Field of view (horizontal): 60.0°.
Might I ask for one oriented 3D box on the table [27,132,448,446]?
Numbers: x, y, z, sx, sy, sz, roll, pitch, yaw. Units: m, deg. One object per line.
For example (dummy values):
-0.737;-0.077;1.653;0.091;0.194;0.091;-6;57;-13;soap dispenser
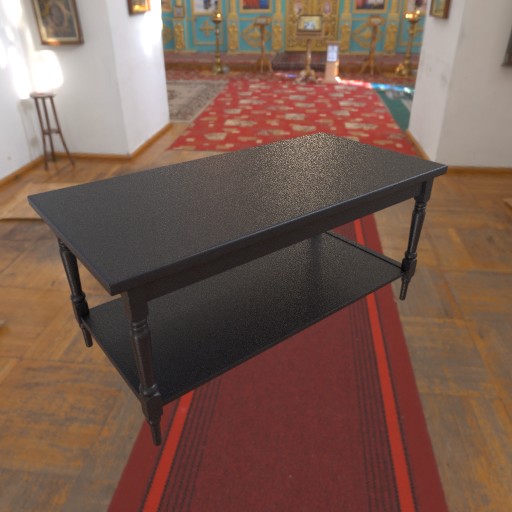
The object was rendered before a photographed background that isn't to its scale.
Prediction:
0.000;0.000;1.404;1.107;0.510;0.550;-21;36;-33;table
